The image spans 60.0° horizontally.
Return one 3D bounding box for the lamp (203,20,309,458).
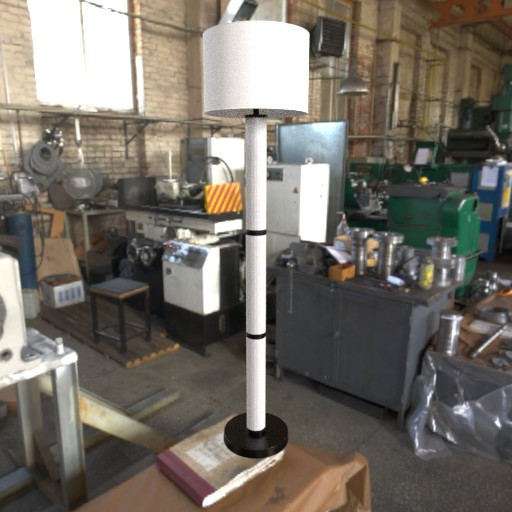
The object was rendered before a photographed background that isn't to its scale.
[{"bbox_3d":[0.000,0.000,1.737,0.377,1.599,0.377,2,13,8],"label":"lamp"}]
